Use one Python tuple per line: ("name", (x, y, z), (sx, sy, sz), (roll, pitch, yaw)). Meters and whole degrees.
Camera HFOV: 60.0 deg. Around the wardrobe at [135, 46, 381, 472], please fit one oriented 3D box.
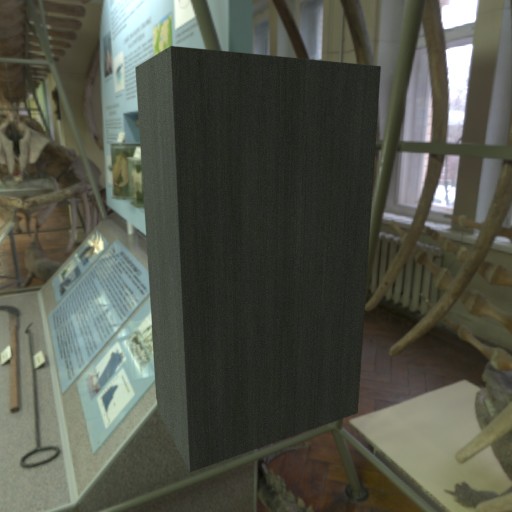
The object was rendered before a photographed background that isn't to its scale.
("wardrobe", (0.000, 0.000, 2.282), (0.991, 1.808, 0.577), (-8, 17, -27))
